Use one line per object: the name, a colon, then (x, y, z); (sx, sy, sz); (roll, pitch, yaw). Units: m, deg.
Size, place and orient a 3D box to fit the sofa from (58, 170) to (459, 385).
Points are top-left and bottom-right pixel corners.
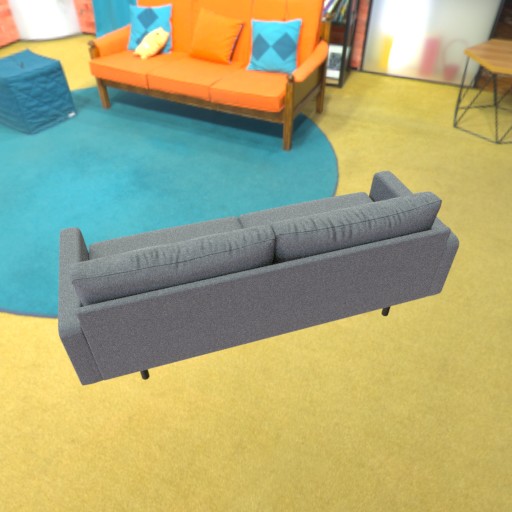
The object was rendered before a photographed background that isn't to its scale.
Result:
sofa: (0.000, 0.000, 2.720); (2.200, 0.880, 0.880); (-12, 44, -13)
